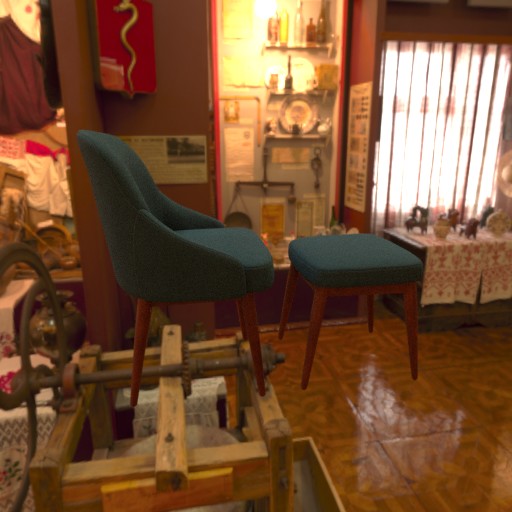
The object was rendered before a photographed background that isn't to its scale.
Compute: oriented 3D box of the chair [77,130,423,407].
[{"bbox_3d":[0.000,0.000,1.584,1.114,0.866,0.584,-2,16,-9],"label":"chair"}]
